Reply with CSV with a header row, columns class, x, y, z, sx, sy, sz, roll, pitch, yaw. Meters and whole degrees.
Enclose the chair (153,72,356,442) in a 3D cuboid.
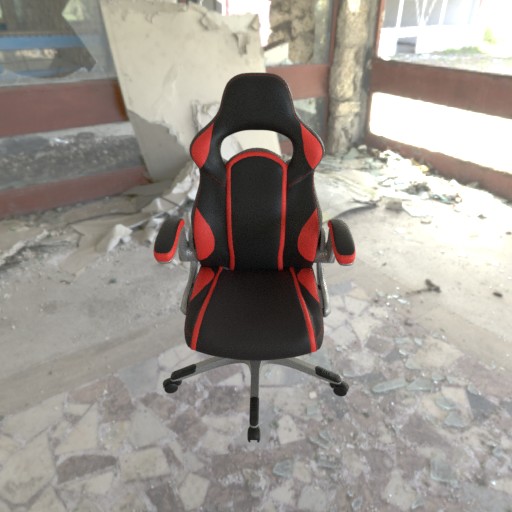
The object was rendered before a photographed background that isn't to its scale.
class,x,y,z,sx,sy,sz,roll,pitch,yaw
chair,0.000,0.000,1.612,0.758,1.165,0.712,1,30,1
